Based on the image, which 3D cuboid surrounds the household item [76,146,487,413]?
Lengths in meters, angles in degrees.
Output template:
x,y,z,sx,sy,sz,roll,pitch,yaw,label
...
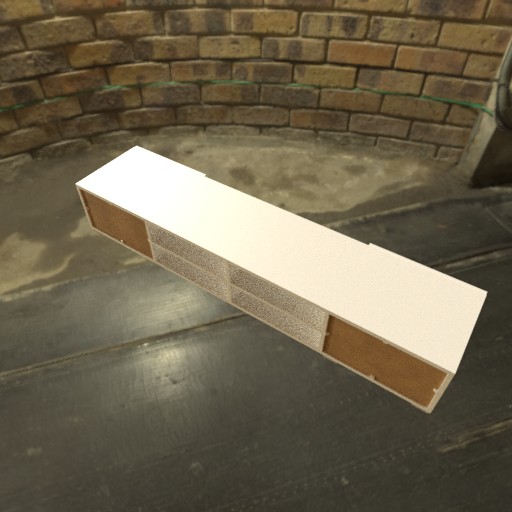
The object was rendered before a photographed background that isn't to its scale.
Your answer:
x,y,z,sx,sy,sz,roll,pitch,yaw,label
0.000,0.000,2.040,1.850,0.310,0.420,26,51,23,household item
